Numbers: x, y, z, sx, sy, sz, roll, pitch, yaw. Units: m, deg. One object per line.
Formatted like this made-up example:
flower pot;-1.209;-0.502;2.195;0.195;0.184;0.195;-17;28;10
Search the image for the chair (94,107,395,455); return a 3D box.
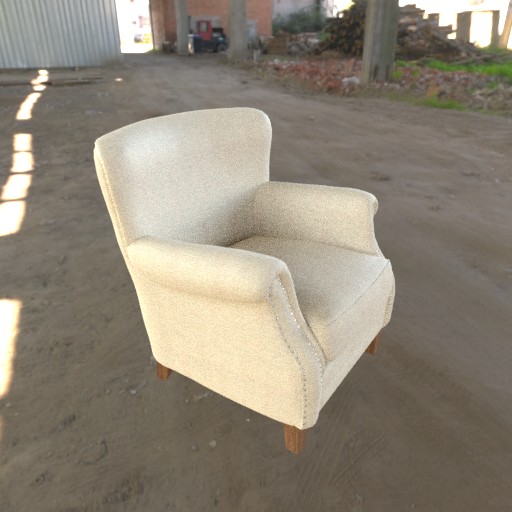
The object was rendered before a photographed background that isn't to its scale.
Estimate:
chair;0.000;0.000;1.642;0.921;0.936;0.861;17;31;31
